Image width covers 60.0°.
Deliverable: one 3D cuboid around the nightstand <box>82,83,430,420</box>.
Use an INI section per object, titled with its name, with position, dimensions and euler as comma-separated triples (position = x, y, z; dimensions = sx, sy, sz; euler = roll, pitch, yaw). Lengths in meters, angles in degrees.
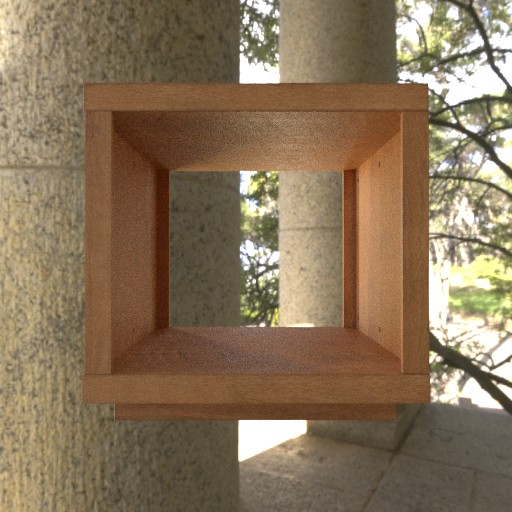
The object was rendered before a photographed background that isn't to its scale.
[nightstand]
position = 0.000, 0.000, 0.844
dimensions = 0.493, 0.491, 0.436
euler = 0, 0, 0
